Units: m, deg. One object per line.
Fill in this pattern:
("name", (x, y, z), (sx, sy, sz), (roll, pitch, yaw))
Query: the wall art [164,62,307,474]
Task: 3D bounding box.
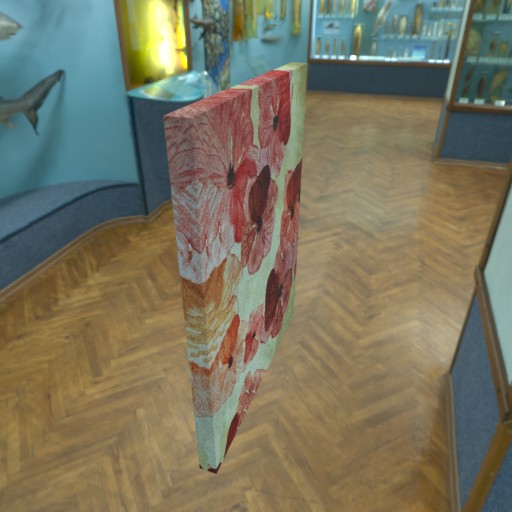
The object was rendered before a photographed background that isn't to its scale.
("wall art", (0.000, 0.000, 0.686), (0.028, 0.508, 0.406), (11, 32, 17))
